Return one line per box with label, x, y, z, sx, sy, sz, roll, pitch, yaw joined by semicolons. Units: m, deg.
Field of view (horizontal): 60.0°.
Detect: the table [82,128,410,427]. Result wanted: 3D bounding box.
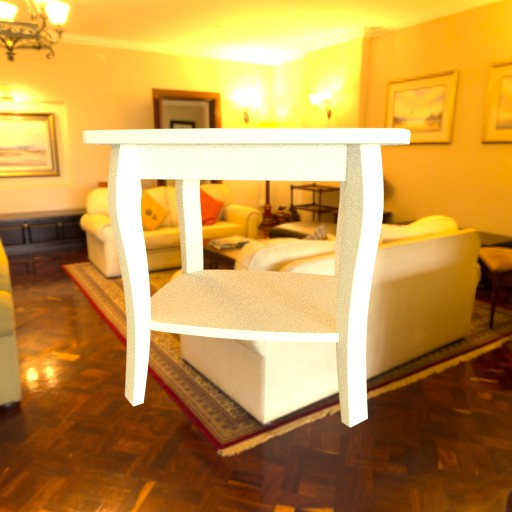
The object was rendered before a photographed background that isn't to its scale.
table;0.000;0.000;0.823;0.502;0.438;0.451;2;14;9
